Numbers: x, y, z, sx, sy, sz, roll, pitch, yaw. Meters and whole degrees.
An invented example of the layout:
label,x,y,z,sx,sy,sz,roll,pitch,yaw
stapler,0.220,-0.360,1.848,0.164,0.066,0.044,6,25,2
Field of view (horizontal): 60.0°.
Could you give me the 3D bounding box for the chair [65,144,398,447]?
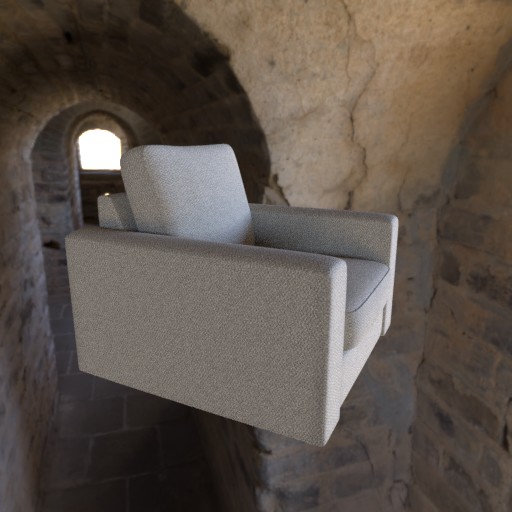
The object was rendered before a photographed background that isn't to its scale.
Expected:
label,x,y,z,sx,sy,sz,roll,pitch,yaw
chair,0.000,0.000,1.794,1.016,0.873,1.005,7,16,26
